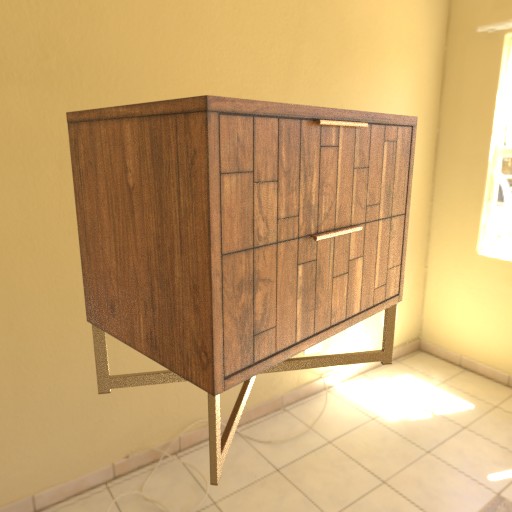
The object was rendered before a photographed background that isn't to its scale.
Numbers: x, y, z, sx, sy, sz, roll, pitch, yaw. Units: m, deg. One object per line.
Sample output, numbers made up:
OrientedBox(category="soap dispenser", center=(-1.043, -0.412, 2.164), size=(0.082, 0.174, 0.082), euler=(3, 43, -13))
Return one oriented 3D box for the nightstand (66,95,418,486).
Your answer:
OrientedBox(category="nightstand", center=(0.000, 0.000, 1.000), size=(0.446, 0.610, 0.610), euler=(13, 19, 43))
